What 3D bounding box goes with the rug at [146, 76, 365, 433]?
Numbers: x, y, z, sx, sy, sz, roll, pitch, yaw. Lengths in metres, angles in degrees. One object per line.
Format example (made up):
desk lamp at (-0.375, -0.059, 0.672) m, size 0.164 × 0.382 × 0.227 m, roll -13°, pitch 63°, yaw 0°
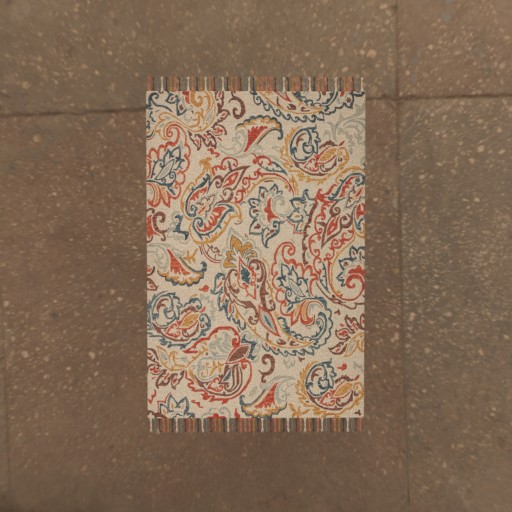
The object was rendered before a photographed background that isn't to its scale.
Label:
rug at (0.000, 0.000, 2.482) m, size 1.218 × 0.010 × 1.997 m, roll 0°, pitch 91°, yaw 0°
